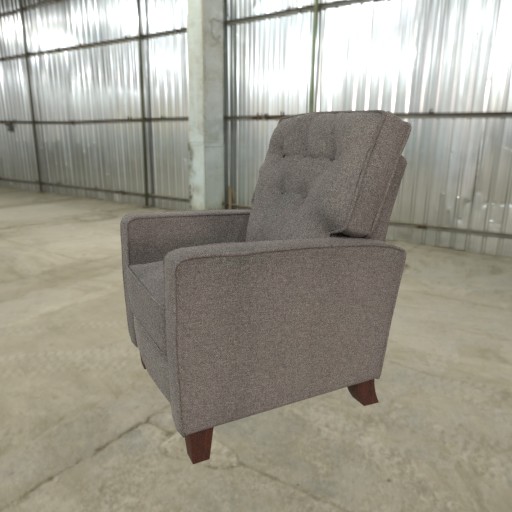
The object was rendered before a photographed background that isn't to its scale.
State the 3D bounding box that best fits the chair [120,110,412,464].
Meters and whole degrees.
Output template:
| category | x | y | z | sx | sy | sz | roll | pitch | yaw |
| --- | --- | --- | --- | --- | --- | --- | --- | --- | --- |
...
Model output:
| category | x | y | z | sx | sy | sz | roll | pitch | yaw |
| --- | --- | --- | --- | --- | --- | --- | --- | --- | --- |
| chair | 0.000 | 0.000 | 1.415 | 0.775 | 0.889 | 0.650 | -7 | 17 | -26 |
